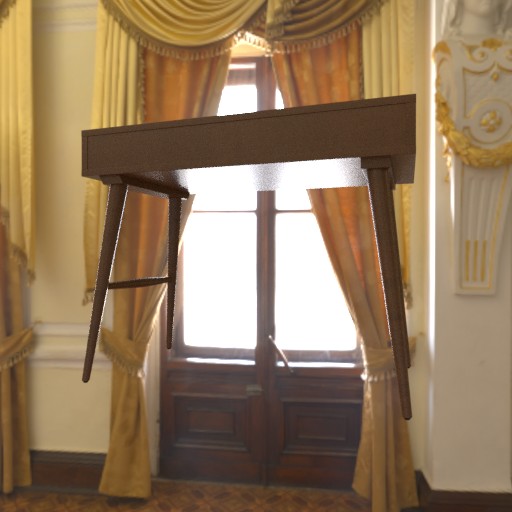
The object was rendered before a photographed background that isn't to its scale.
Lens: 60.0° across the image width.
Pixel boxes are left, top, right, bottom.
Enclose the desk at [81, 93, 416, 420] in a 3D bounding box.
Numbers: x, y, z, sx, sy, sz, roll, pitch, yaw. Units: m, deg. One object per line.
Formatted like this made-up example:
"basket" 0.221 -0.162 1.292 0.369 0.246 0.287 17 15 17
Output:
"desk" 0.000 0.000 1.410 0.949 0.758 0.510 0 0 19
